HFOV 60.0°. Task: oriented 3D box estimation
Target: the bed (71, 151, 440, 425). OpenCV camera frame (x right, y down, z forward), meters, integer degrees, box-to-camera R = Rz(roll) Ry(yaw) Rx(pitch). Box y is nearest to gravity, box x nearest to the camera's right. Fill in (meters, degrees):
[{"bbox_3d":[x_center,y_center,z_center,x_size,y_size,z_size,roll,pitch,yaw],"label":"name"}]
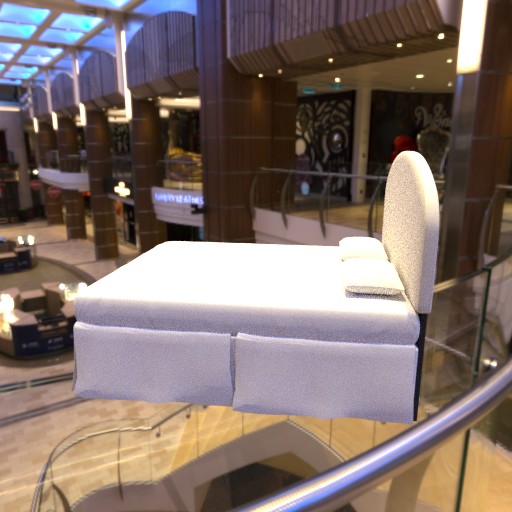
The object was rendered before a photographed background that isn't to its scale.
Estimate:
[{"bbox_3d":[0.000,0.000,3.057,2.005,1.410,1.607,2,14,9],"label":"bed"}]
